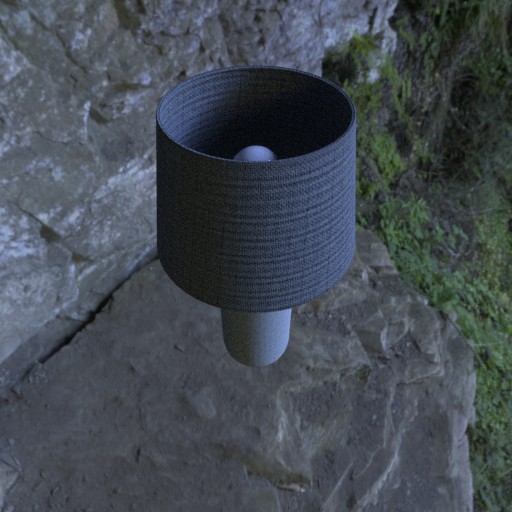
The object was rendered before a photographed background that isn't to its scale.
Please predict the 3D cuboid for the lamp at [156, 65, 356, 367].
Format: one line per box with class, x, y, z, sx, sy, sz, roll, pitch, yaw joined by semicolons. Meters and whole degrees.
lamp;0.000;0.000;0.597;0.251;0.429;0.251;0;46;0
